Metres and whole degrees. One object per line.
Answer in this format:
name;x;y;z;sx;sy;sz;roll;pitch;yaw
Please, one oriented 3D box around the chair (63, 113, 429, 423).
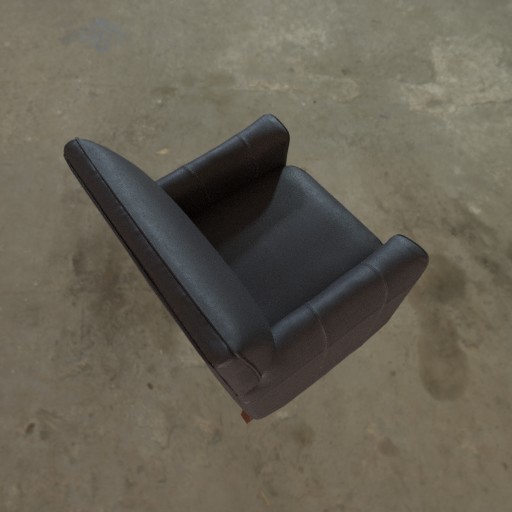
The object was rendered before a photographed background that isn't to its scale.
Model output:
chair;0.000;0.000;1.609;0.825;0.943;0.870;-32;64;-18
